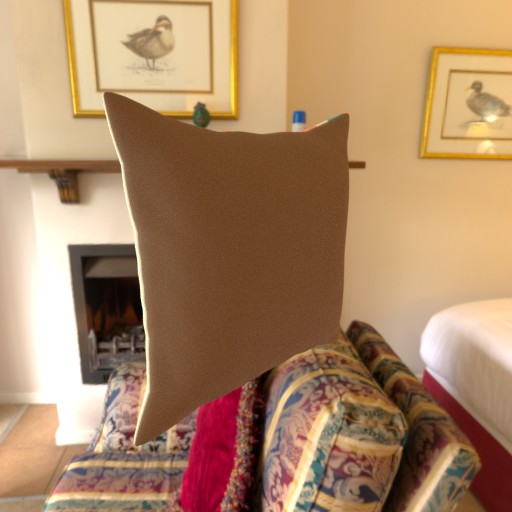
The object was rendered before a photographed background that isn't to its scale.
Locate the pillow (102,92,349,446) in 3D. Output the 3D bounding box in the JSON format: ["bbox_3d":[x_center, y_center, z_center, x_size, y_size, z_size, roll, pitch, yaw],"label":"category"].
[{"bbox_3d":[0.000,0.000,0.682,0.453,0.443,0.168,-13,19,-42],"label":"pillow"}]
